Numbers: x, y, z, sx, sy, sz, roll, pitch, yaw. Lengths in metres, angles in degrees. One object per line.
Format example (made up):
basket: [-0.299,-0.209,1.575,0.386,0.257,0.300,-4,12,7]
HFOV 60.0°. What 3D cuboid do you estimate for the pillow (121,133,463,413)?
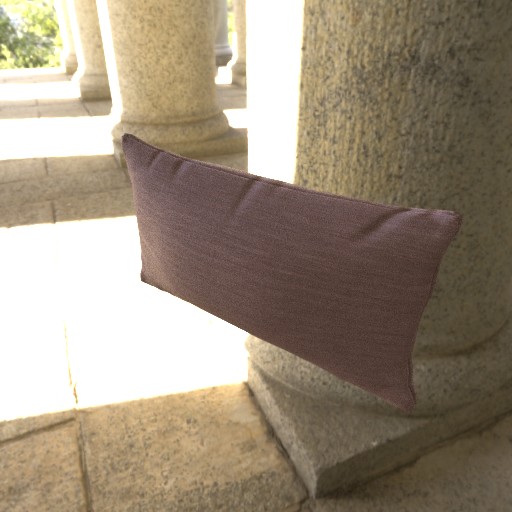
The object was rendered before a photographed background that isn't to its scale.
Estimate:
pillow: [0.000,0.000,0.781,0.633,0.338,0.210,20,36,31]
